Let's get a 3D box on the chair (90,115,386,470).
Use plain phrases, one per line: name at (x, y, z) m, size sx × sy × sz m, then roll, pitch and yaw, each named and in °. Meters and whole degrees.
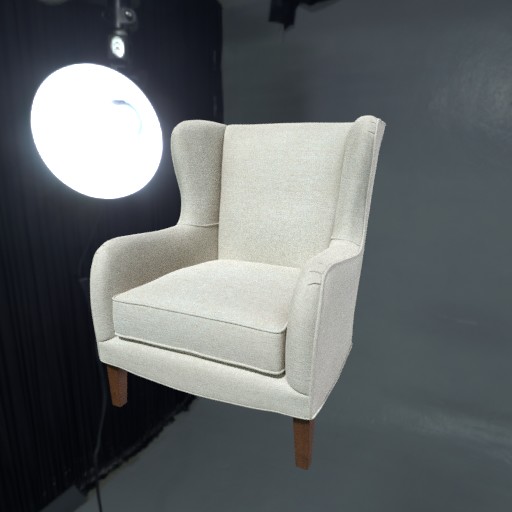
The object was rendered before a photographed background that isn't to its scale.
chair at (0.000, 0.000, 1.721) m, size 0.838 × 1.040 × 0.966 m, roll 7°, pitch 16°, yaw 26°
